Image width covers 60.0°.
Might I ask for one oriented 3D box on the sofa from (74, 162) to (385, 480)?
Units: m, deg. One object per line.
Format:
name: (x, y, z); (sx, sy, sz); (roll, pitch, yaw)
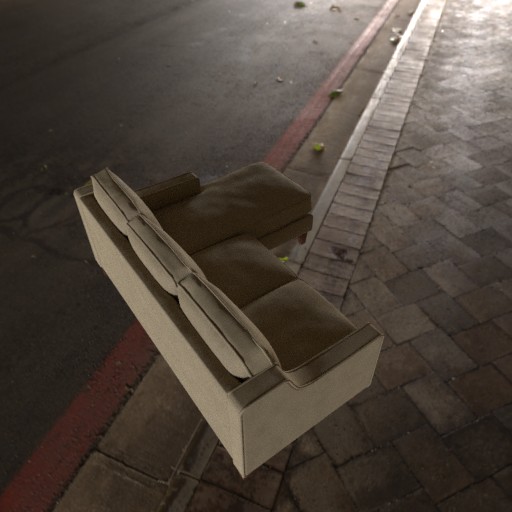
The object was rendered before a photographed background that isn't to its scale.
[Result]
sofa: (0.000, 0.000, 3.362); (1.858, 1.066, 2.317); (-26, 47, -26)
